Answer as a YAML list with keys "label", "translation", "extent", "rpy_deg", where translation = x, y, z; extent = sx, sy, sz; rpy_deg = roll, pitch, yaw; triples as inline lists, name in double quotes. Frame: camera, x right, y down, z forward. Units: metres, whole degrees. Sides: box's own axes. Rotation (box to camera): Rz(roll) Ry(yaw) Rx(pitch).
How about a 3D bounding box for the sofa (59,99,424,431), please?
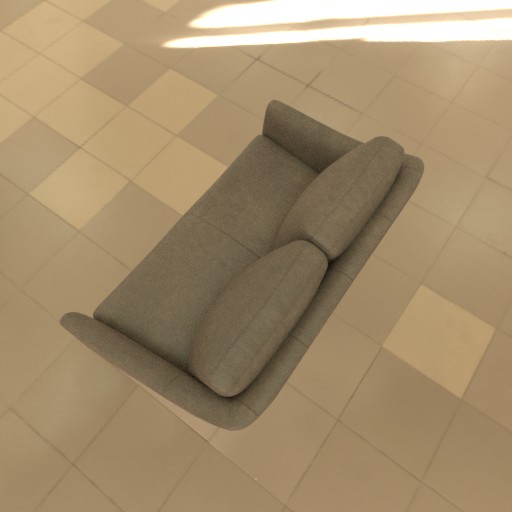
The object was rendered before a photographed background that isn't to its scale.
- label: "sofa"
  translation: [0.000, 0.000, 2.187]
  extent: [0.960, 0.902, 1.619]
  rpy_deg: [33, 68, 15]
